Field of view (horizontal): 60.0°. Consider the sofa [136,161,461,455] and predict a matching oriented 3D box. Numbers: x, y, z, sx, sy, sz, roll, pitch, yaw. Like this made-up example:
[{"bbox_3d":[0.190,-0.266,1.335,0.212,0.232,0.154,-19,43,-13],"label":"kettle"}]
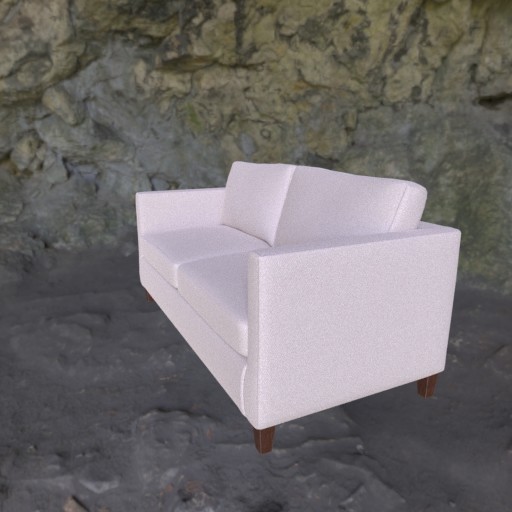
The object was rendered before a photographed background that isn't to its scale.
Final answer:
[{"bbox_3d":[0.000,0.000,2.238,0.873,0.888,1.722,-7,17,-26],"label":"sofa"}]
